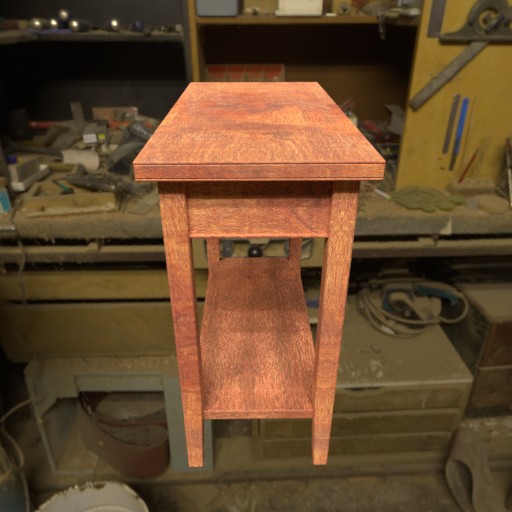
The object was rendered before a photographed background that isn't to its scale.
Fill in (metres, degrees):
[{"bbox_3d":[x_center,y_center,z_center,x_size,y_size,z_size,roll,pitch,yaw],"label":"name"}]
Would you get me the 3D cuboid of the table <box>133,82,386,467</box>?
[{"bbox_3d":[0.000,0.000,0.946,0.305,0.610,0.610,0,30,-1],"label":"table"}]
